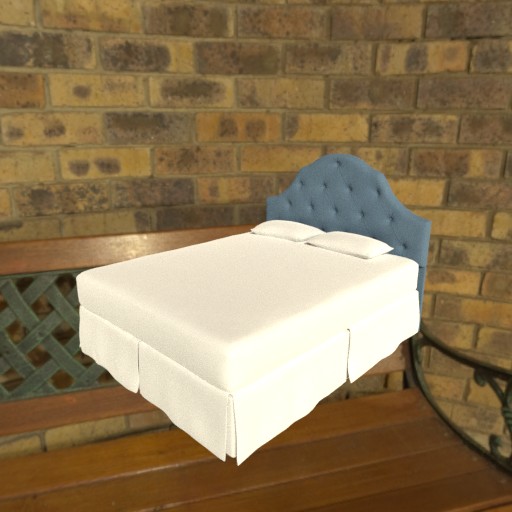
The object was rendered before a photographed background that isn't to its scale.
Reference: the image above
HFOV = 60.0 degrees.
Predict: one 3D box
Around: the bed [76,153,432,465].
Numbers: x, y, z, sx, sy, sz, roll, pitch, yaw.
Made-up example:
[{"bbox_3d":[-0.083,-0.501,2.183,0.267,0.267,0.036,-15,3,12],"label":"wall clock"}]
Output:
[{"bbox_3d":[0.000,0.000,3.817,2.039,1.617,2.477,15,22,42],"label":"bed"}]
